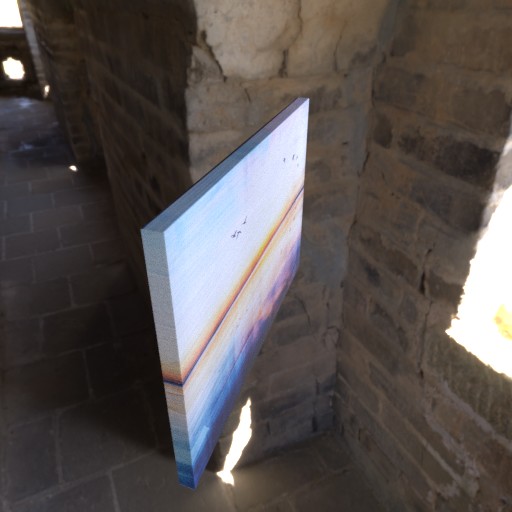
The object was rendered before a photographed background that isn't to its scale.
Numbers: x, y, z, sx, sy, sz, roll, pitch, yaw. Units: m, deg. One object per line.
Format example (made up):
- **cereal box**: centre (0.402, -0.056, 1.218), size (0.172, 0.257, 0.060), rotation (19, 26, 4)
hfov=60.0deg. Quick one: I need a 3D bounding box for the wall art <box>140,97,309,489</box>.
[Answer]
- **wall art**: centre (0.000, 0.000, 1.138), size (0.037, 0.605, 0.911), rotation (10, 33, 16)
